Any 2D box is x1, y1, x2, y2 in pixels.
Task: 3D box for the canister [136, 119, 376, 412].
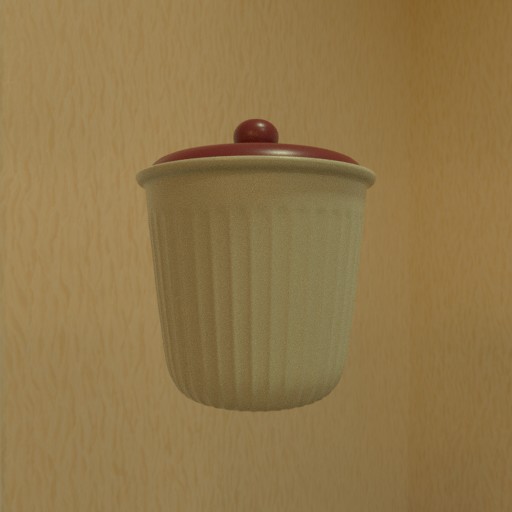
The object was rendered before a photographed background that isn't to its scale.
[{"bbox_3d":[0.000,0.000,0.346,0.181,0.211,0.181,0,1,0],"label":"canister"}]
